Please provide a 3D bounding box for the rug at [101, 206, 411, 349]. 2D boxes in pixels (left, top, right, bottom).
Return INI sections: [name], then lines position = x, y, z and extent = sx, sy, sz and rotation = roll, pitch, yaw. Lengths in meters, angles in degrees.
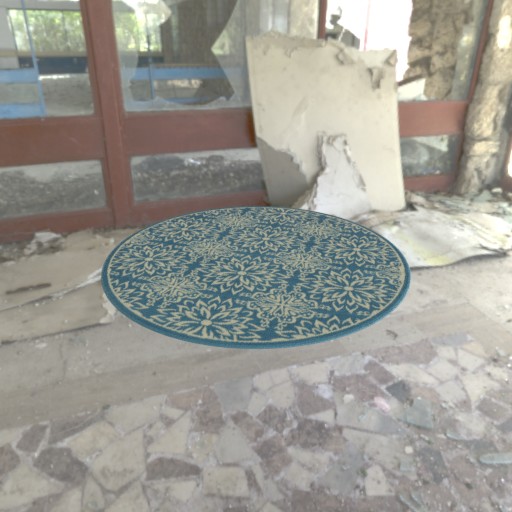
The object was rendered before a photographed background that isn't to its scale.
[rug]
position = 0.000, 0.000, 2.387
extent = 1.593, 0.012, 1.593
rotation = 0, 26, 0
